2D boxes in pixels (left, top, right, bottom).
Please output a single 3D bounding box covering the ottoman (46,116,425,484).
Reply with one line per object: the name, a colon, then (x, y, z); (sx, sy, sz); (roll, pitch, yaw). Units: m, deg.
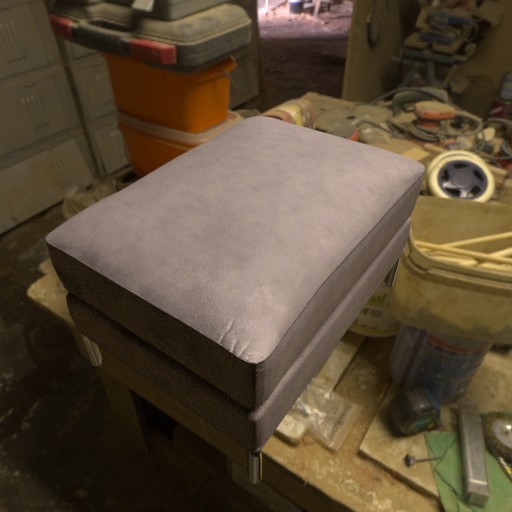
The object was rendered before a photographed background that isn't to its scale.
ottoman: (0.000, 0.000, 1.058); (0.520, 0.456, 0.719); (25, 46, 26)
